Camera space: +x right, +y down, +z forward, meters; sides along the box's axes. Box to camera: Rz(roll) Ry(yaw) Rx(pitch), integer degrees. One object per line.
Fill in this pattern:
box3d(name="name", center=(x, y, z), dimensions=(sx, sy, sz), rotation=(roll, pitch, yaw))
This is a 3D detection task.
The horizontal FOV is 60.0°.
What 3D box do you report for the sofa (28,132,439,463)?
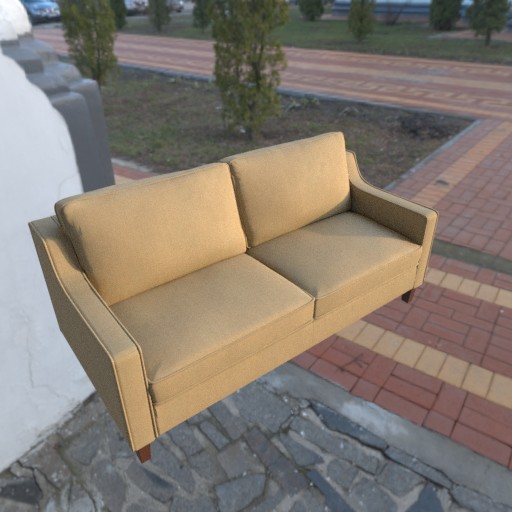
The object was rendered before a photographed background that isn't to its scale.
box3d(name="sofa", center=(0.000, 0.000, 2.684), dimensions=(2.178, 1.071, 1.066), rotation=(-22, 37, -32))
